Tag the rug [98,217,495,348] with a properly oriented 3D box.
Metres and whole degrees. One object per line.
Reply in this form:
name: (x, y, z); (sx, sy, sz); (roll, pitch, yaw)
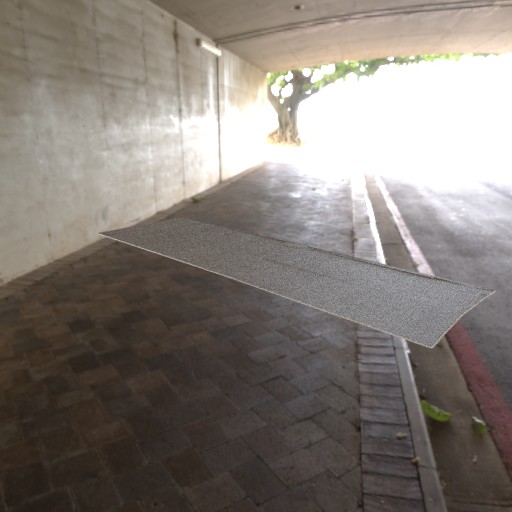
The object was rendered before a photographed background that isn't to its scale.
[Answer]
rug: (0.000, 0.000, 2.574); (2.390, 0.014, 0.741); (15, 23, 42)
